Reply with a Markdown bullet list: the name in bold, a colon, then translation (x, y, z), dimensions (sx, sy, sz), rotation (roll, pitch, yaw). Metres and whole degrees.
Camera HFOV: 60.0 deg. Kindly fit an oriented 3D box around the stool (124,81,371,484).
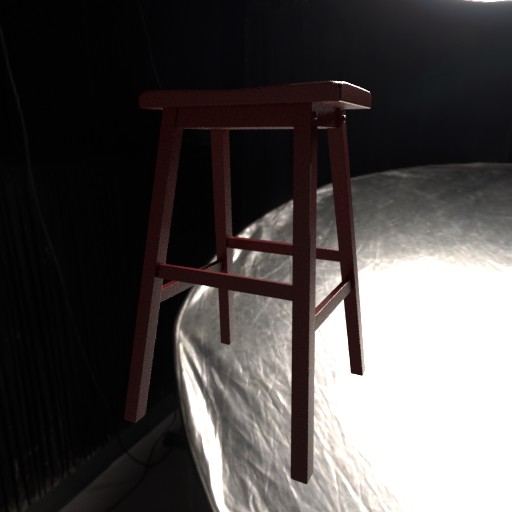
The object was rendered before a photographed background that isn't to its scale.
- **stool**: translation (0.000, 0.000, 1.054), dimensions (0.457, 0.737, 0.476), rotation (7, 17, 26)
